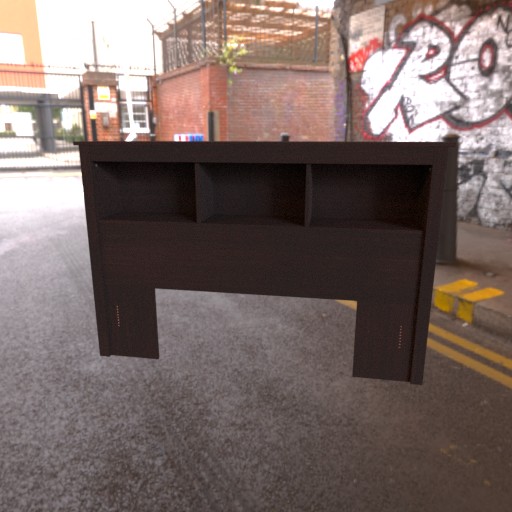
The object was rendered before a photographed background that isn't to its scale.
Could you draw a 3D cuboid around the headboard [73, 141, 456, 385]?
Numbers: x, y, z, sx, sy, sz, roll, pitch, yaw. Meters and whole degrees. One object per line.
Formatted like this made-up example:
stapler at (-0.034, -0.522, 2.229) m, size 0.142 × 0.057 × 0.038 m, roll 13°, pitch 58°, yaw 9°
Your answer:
headboard at (0.000, 0.000, 2.185) m, size 1.671 × 1.092 × 0.279 m, roll 3°, pitch 15°, yaw 10°
